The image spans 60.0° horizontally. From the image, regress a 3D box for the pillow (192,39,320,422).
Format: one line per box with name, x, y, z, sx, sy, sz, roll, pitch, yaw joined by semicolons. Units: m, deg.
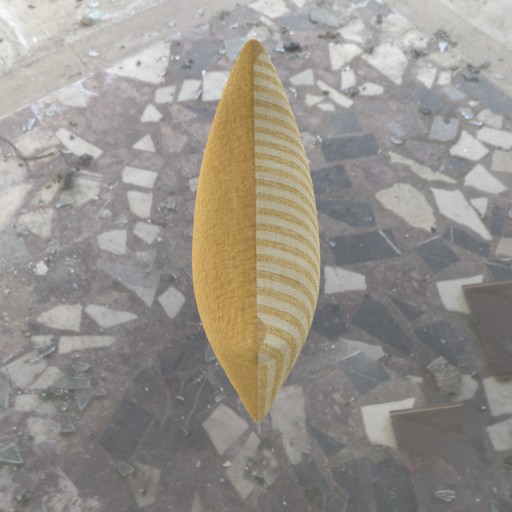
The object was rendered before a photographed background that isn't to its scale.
pillow;0.000;0.000;0.649;0.173;0.407;0.419;-1;64;0
